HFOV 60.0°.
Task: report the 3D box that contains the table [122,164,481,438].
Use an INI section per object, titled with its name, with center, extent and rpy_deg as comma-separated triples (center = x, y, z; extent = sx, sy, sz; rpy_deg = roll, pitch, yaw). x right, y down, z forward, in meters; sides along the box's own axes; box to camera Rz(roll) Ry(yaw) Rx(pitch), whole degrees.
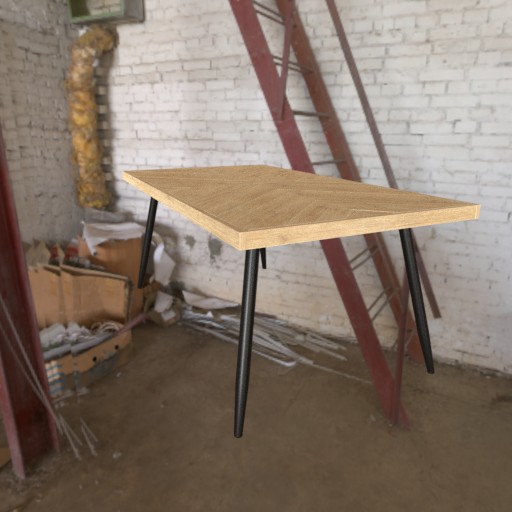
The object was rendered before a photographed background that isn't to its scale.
[table]
center = 0.000, 0.000, 2.337
extent = 0.991, 0.762, 1.803
rpy_deg = -8, 19, -25
